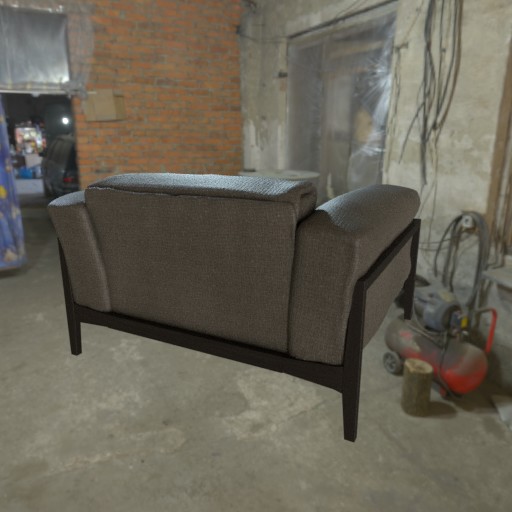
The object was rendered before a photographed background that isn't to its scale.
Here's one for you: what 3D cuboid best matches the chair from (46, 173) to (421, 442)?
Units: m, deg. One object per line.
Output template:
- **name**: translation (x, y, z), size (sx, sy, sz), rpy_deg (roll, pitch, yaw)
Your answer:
- **chair**: translation (0.000, 0.000, 1.659), size (1.056, 0.646, 0.969), rpy_deg (8, 17, 26)
